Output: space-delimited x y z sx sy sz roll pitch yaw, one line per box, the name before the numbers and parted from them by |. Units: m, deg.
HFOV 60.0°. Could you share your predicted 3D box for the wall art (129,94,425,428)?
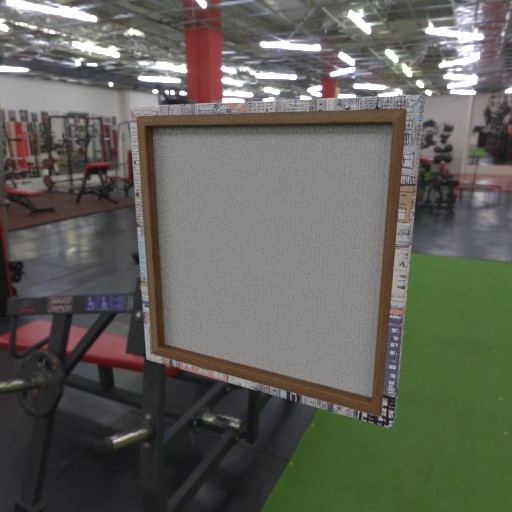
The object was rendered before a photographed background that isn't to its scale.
wall art | 0.000 0.000 1.158 0.761 0.762 0.048 8 17 26
